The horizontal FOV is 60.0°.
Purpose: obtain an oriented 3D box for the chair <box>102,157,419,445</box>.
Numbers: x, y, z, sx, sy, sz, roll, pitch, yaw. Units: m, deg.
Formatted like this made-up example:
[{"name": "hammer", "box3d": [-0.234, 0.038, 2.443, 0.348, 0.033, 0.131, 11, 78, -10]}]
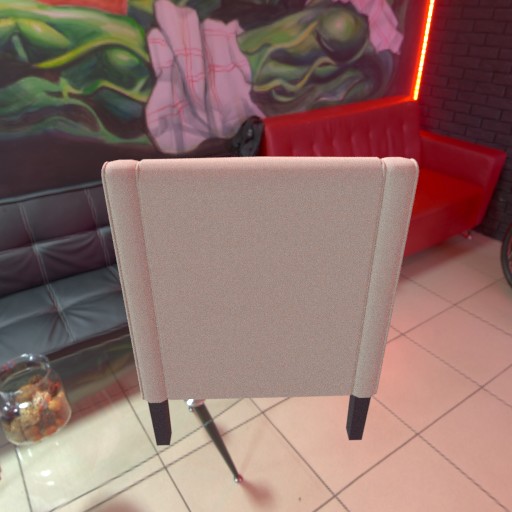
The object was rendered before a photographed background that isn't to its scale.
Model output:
[{"name": "chair", "box3d": [0.000, 0.000, 1.473, 0.689, 0.886, 0.806, -1, 30, -2]}]
